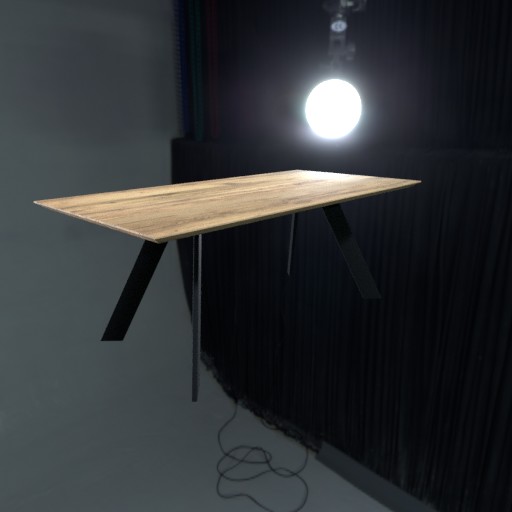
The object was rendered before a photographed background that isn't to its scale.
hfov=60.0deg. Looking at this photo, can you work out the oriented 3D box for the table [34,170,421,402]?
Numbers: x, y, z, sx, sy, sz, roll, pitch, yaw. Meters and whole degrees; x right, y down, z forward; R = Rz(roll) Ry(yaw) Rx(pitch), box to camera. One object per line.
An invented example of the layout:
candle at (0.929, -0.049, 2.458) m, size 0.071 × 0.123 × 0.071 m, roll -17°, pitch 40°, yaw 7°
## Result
table at (0.000, 0.000, 2.571) m, size 1.000 × 0.770 × 2.000 m, roll 15°, pitch 23°, yaw 41°
